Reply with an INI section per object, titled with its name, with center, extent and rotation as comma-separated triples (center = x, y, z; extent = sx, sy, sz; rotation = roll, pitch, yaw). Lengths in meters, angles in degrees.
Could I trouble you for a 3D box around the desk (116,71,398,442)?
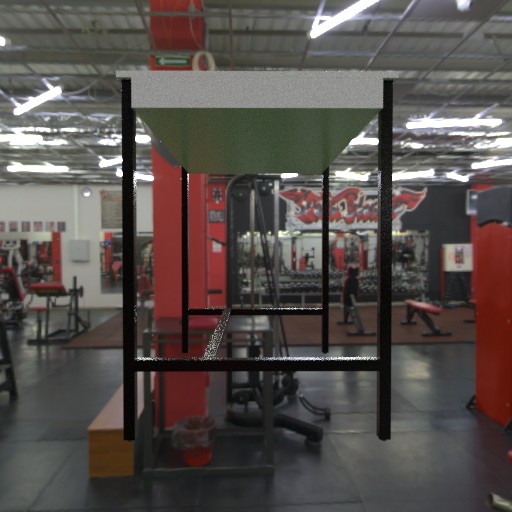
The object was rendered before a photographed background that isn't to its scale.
[desk]
center = 0.000, 0.000, 1.312
extent = 0.573, 0.766, 0.811
rotation = 0, 1, 0
